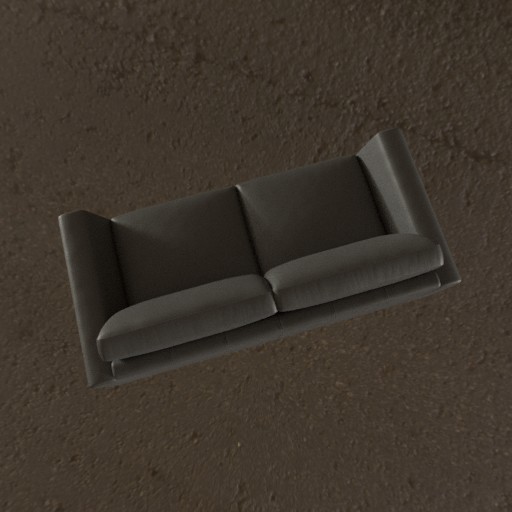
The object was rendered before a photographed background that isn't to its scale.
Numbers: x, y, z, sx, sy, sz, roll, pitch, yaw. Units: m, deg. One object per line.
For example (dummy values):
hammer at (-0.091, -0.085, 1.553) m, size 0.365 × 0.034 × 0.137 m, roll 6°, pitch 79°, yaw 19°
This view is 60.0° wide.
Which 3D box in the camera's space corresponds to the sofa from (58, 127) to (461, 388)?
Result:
sofa at (0.000, 0.000, 2.541) m, size 2.017 × 0.875 × 0.953 m, roll -15°, pitch 76°, yaw -4°
